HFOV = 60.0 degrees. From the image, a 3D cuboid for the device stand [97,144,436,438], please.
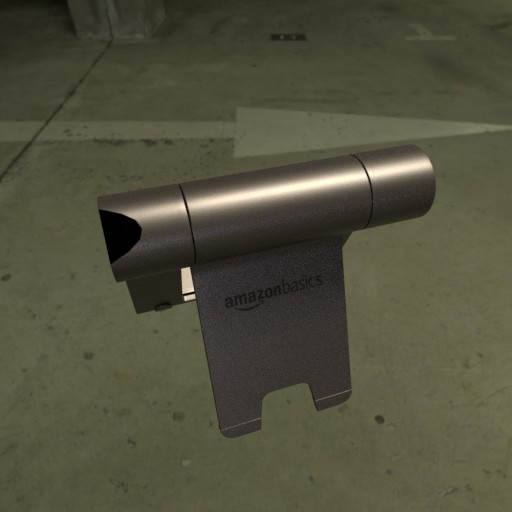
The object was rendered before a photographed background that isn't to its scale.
[{"bbox_3d":[0.000,0.000,0.152,0.088,0.084,0.079,-12,42,-14],"label":"device stand"}]
